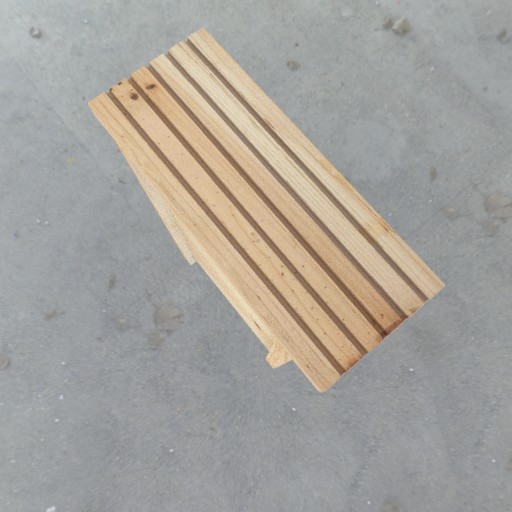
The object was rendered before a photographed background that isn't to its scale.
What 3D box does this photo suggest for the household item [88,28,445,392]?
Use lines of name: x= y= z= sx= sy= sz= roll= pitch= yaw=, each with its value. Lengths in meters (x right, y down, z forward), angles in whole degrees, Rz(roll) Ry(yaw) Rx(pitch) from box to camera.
household item: x=0.000 y=0.000 z=0.549 sx=0.123 sy=0.407 sz=0.301 roll=-38 pitch=78 yaw=-10
